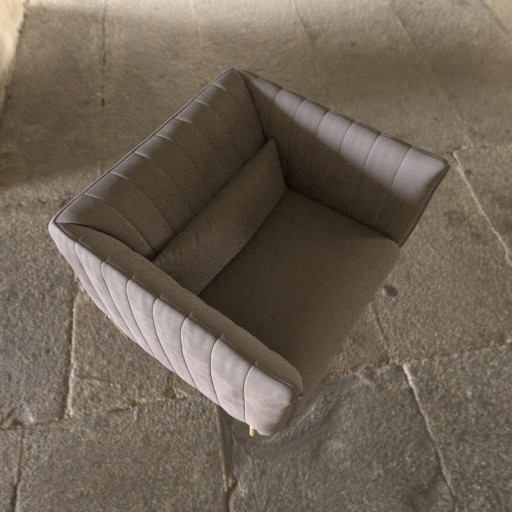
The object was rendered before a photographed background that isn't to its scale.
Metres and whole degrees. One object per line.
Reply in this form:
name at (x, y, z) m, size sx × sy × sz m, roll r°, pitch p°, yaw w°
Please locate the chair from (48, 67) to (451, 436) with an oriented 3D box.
chair at (0.000, 0.000, 1.639) m, size 0.873 × 0.779 × 0.981 m, roll 31°, pitch 63°, yaw 18°
